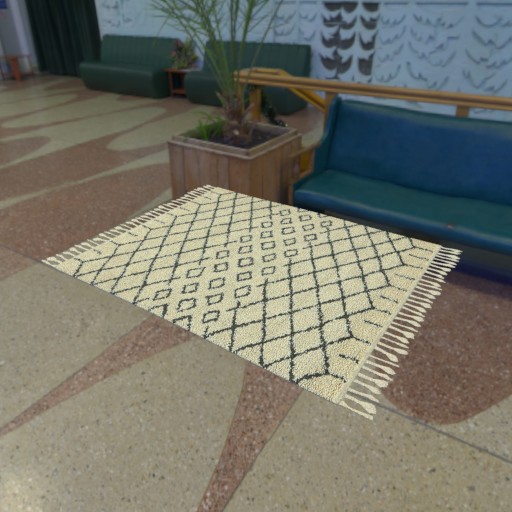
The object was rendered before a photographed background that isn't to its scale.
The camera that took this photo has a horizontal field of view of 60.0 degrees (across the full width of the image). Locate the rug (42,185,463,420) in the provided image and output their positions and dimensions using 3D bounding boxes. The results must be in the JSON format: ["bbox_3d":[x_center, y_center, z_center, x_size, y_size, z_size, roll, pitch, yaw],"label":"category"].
[{"bbox_3d":[0.000,0.000,4.177,3.213,0.030,2.388,19,35,29],"label":"rug"}]
